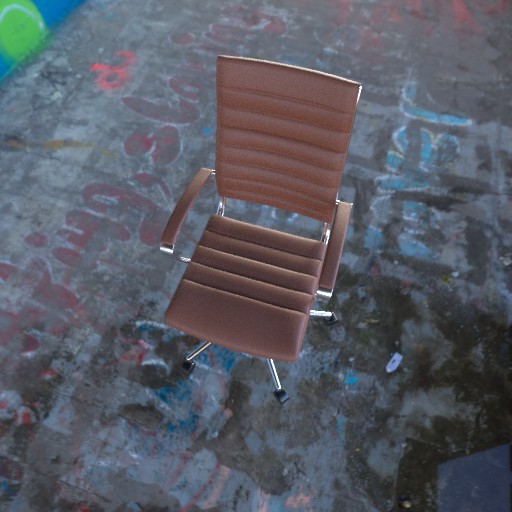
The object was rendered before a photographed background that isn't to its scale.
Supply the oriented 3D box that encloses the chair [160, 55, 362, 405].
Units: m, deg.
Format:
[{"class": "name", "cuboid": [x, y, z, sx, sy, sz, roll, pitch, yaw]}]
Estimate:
[{"class": "chair", "cuboid": [0.000, 0.000, 1.640, 0.766, 1.149, 0.739, 15, 60, 9]}]
